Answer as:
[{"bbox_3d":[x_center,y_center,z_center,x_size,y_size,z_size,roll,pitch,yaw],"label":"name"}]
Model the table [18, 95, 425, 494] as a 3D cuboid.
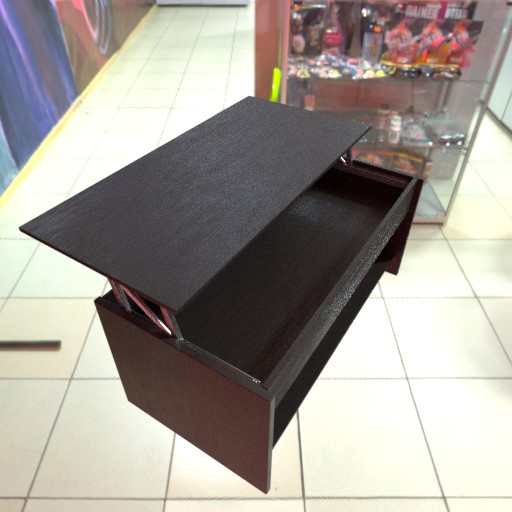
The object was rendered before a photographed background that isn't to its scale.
[{"bbox_3d":[0.000,0.000,1.419,0.712,0.570,1.000,23,46,24],"label":"table"}]
